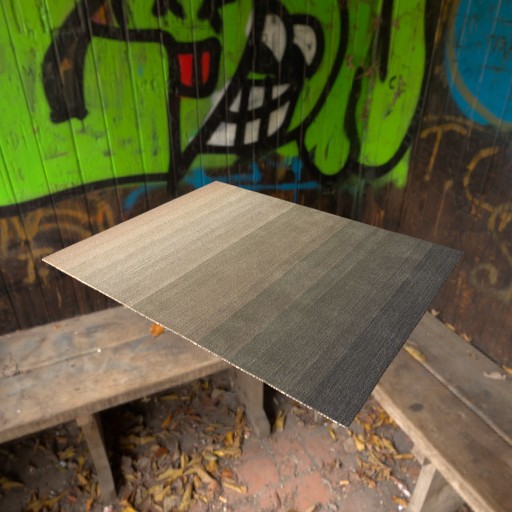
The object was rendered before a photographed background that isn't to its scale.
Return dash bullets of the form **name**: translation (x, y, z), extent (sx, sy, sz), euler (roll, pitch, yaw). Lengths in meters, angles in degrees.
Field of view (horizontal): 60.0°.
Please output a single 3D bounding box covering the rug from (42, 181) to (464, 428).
- **rug**: translation (0.000, 0.000, 3.905), extent (2.932, 0.015, 2.315), euler (21, 36, 31)
